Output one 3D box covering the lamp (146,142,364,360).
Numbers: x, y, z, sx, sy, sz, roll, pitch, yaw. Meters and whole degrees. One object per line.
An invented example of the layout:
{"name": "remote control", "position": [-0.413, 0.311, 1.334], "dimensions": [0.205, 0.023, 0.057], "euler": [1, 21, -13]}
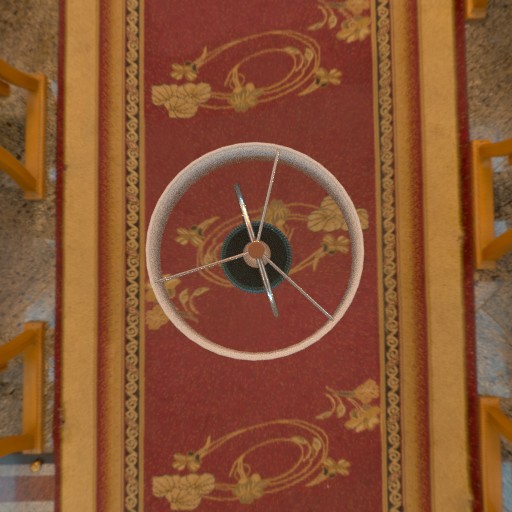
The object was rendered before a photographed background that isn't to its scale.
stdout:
{"name": "lamp", "position": [0.000, 0.000, 0.558], "dimensions": [0.254, 0.392, 0.254], "euler": [0, 89, 0]}
